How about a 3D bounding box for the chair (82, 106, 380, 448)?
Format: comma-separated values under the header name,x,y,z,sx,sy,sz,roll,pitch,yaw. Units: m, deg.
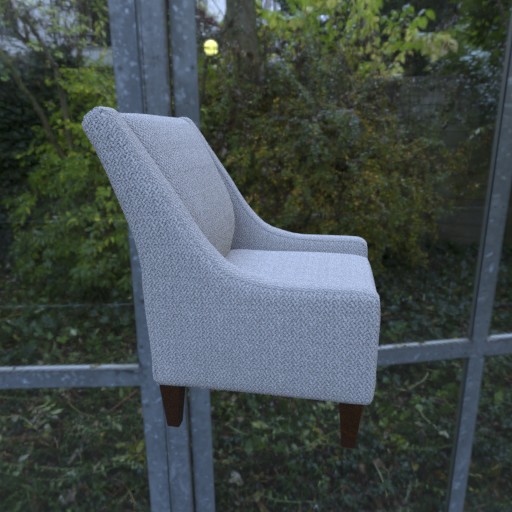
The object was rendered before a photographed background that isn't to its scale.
name,x,y,z,sx,sy,sz,roll,pitch,yaw
chair,0.000,0.000,1.638,0.870,1.014,0.774,3,15,10
